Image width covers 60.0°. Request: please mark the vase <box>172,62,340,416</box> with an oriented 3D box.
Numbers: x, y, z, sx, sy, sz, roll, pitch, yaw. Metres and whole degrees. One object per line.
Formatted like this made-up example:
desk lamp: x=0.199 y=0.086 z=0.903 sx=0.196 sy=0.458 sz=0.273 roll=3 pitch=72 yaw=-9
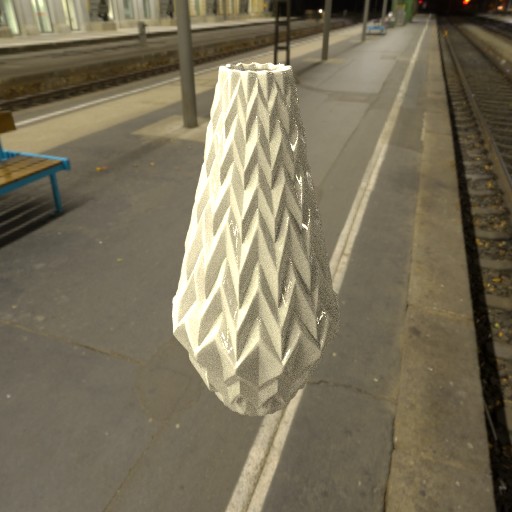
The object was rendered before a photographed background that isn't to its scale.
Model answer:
vase: x=0.000 y=0.000 z=0.414 sx=0.167 sy=0.328 sz=0.167 roll=0 pitch=30 yaw=0
